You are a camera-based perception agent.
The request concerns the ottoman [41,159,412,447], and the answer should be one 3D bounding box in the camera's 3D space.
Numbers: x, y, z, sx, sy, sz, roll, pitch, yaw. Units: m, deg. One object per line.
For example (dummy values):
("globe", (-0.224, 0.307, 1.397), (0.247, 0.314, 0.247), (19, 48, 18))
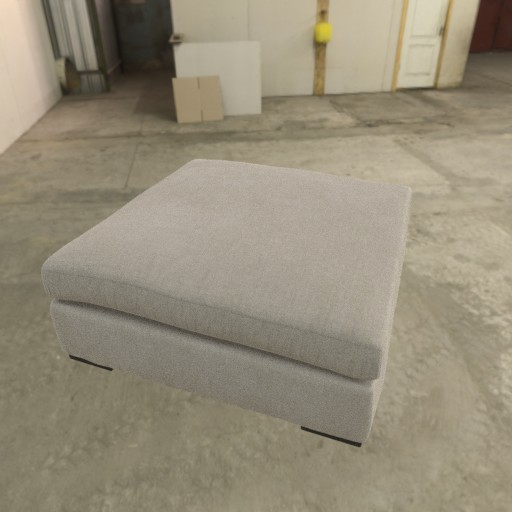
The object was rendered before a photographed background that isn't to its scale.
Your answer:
("ottoman", (0.000, 0.000, 1.850), (1.171, 0.517, 1.203), (11, 33, 17))
